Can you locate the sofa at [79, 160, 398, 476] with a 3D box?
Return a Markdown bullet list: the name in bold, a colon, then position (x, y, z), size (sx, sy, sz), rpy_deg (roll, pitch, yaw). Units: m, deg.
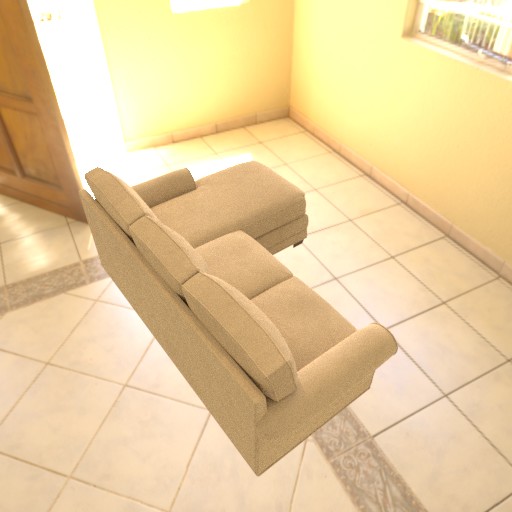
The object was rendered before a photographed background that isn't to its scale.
- **sofa**: position (0.000, 0.000, 2.382), size (1.226, 0.734, 1.770), rpy_deg (-27, 48, -27)
